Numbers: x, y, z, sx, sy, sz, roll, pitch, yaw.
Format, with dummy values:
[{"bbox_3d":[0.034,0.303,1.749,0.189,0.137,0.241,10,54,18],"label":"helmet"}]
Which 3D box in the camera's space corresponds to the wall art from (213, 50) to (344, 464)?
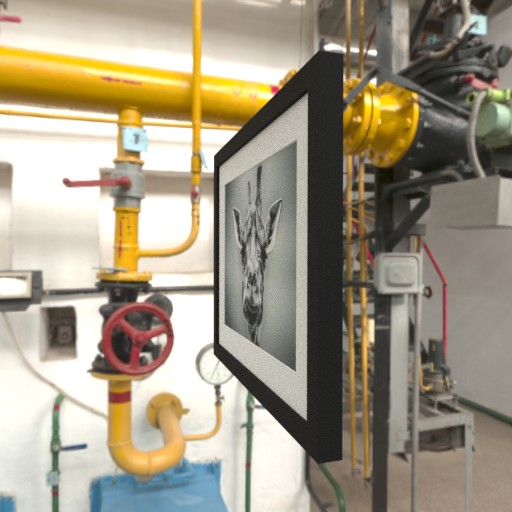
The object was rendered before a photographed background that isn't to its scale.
[{"bbox_3d":[0.000,0.000,0.760,0.031,0.457,0.558,0,0,-17],"label":"wall art"}]
